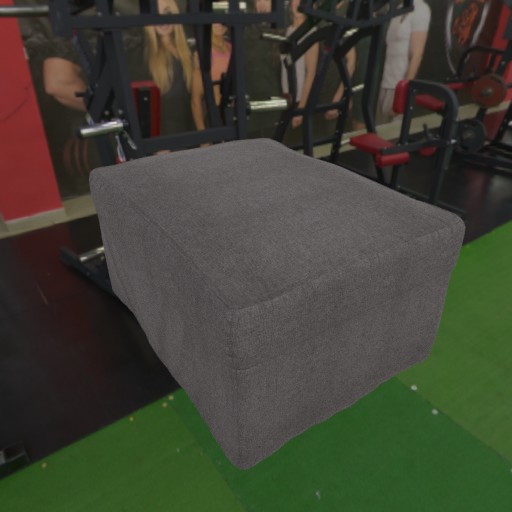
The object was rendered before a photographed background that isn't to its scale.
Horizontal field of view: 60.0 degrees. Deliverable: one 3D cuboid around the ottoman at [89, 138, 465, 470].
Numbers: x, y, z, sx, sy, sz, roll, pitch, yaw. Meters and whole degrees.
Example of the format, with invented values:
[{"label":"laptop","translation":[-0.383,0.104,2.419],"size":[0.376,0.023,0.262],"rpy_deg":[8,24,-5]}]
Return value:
[{"label":"ottoman","translation":[0.000,0.000,1.258],"size":[0.652,0.492,0.833],"rpy_deg":[-19,36,-29]}]
